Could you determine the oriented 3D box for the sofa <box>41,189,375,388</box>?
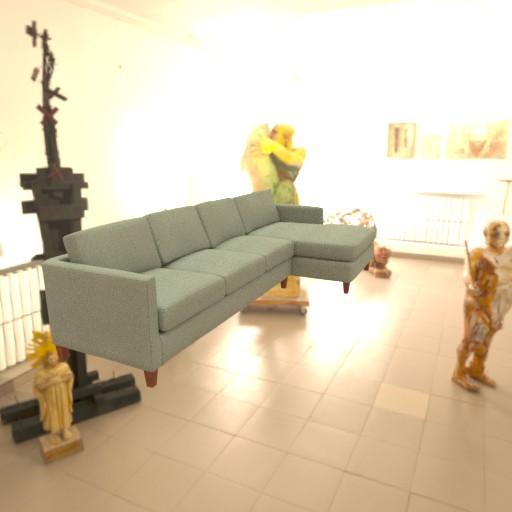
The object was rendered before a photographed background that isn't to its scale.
[{"bbox_3d":[0.000,0.000,4.213,1.604,0.950,3.471,7,16,25],"label":"sofa"}]
